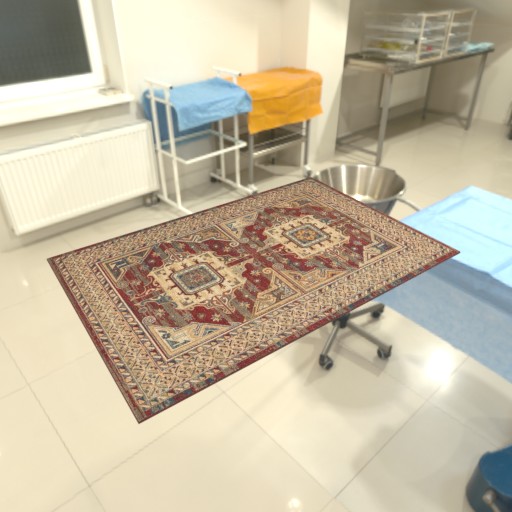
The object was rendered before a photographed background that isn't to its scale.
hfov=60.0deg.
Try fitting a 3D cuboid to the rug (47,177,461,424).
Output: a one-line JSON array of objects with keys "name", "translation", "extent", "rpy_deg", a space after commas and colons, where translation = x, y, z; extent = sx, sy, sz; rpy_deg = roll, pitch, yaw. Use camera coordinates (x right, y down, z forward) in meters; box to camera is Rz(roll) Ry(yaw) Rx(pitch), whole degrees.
[{"name": "rug", "translation": [0.000, 0.000, 5.878], "extent": [4.578, 0.033, 3.033], "rpy_deg": [-21, 39, -29]}]
